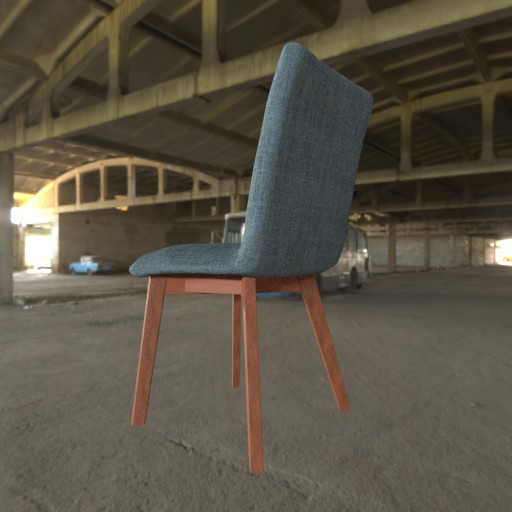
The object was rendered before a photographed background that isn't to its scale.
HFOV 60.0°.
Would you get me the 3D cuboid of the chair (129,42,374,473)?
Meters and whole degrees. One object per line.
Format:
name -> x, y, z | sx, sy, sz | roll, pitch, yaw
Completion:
chair -> 0.000, 0.000, 1.306 | 0.563, 0.974, 0.522 | 0, 0, 36
